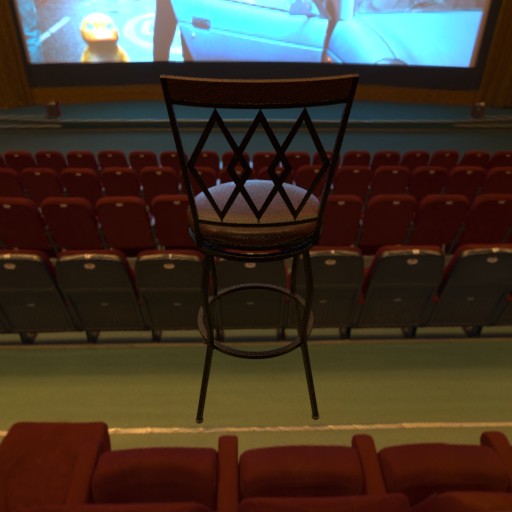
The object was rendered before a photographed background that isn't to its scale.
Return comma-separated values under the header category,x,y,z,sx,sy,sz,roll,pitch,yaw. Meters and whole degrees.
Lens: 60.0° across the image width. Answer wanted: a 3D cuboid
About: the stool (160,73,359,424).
category,x,y,z,sx,sy,sz,roll,pitch,yaw
stool,0.000,0.000,1.400,0.432,1.134,0.521,-1,30,-2
